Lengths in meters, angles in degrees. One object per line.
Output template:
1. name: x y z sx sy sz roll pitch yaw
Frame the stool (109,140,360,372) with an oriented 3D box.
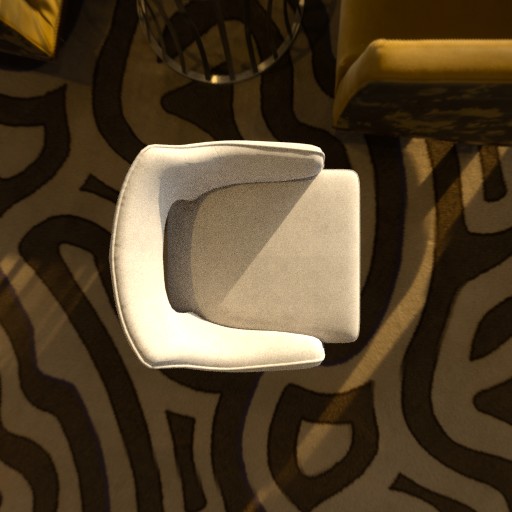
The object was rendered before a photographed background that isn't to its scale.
1. stool: 0.000 0.000 1.345 0.558 1.012 0.548 0 90 2
